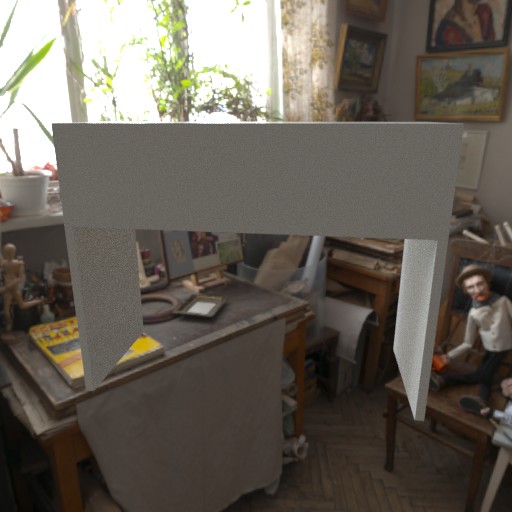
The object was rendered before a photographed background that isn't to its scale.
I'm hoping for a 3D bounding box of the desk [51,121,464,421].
[{"bbox_3d":[0.000,0.000,1.369,1.000,0.790,0.400,3,18,8],"label":"desk"}]
